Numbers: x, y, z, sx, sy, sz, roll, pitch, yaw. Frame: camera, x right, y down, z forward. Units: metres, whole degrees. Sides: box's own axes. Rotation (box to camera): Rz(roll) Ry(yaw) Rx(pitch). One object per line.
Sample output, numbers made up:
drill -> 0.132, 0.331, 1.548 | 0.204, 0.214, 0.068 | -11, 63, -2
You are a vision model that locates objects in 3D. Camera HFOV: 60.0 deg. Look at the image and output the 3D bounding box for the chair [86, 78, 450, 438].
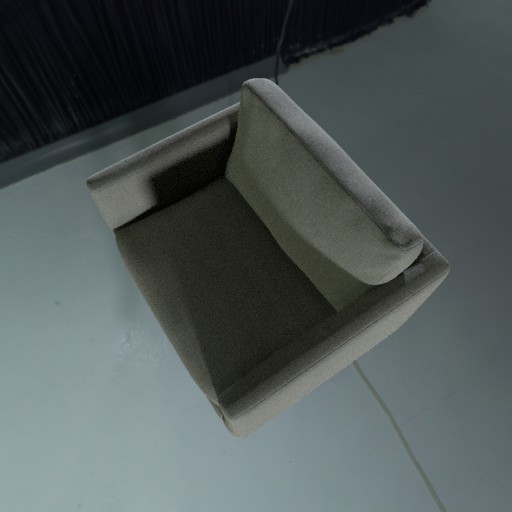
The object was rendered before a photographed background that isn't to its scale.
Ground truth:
chair -> 0.000, 0.000, 1.866 | 0.959, 0.963, 1.107 | -31, 67, -15
